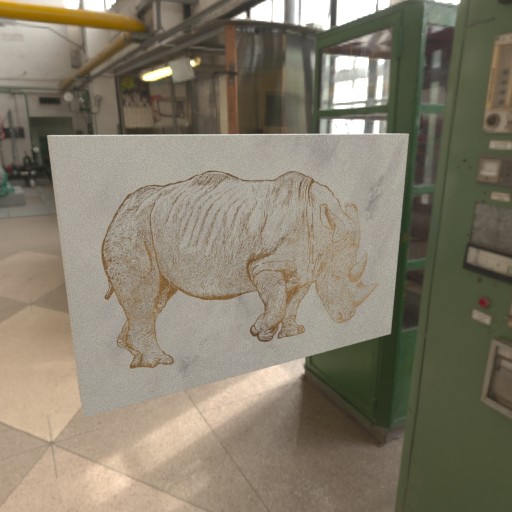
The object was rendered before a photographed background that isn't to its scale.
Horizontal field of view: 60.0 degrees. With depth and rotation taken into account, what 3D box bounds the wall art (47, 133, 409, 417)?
[{"bbox_3d":[0.000,0.000,0.480,0.381,0.254,0.038,-8,18,-26],"label":"wall art"}]
